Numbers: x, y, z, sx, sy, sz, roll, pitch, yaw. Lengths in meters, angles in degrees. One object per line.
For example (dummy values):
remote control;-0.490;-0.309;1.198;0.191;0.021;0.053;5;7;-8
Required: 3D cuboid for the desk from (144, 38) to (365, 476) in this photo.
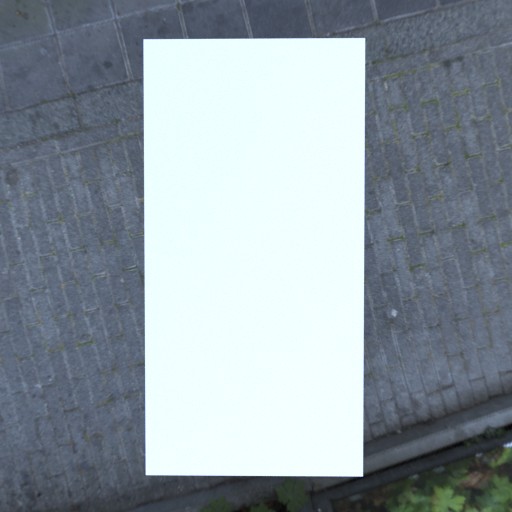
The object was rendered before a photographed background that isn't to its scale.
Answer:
desk;0.000;0.000;1.384;0.497;0.762;0.990;0;91;1
